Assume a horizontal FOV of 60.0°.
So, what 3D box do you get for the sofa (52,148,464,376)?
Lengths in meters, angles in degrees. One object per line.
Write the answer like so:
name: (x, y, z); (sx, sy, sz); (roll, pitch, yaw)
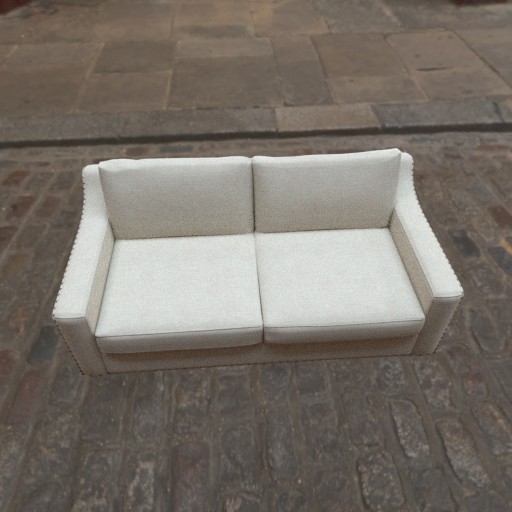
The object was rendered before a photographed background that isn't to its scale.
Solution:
sofa: (0.000, 0.000, 2.700); (2.107, 0.983, 1.104); (-3, 45, -3)
